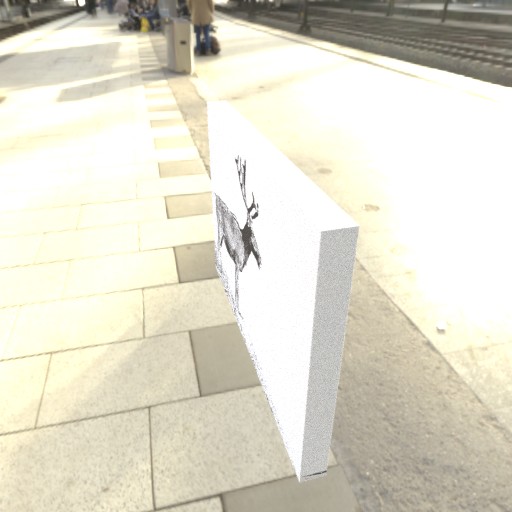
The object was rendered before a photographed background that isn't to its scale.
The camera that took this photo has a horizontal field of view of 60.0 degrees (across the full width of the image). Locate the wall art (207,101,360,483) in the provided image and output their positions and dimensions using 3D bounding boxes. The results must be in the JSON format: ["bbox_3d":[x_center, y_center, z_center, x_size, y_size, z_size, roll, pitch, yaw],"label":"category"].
[{"bbox_3d":[0.000,0.000,0.795,0.042,0.414,0.608,-8,32,-14],"label":"wall art"}]
